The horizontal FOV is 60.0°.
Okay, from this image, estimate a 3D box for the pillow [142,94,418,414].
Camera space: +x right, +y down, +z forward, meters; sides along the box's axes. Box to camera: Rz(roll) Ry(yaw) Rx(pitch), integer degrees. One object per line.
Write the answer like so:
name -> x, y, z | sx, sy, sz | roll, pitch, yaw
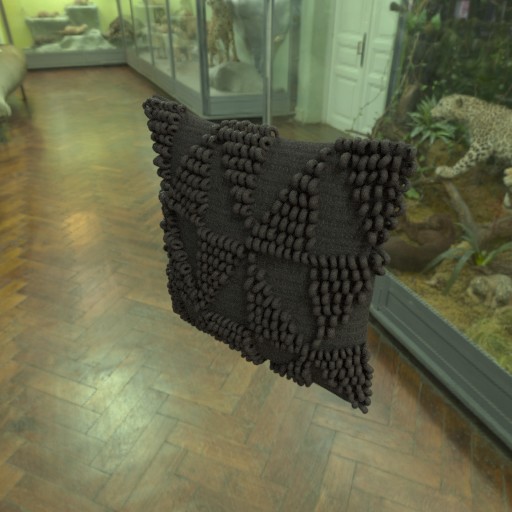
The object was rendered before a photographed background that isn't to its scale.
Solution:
pillow -> 0.000, 0.000, 0.744 | 0.470, 0.467, 0.172 | 21, 37, 31
